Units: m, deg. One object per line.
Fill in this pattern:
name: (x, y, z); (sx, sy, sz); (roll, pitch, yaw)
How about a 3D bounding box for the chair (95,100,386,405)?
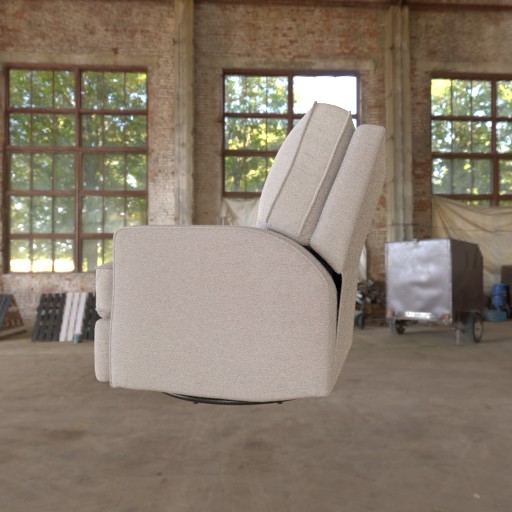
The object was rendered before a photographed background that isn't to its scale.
chair: (0.000, 0.000, 1.723); (0.969, 0.964, 0.861); (0, -1, 16)
